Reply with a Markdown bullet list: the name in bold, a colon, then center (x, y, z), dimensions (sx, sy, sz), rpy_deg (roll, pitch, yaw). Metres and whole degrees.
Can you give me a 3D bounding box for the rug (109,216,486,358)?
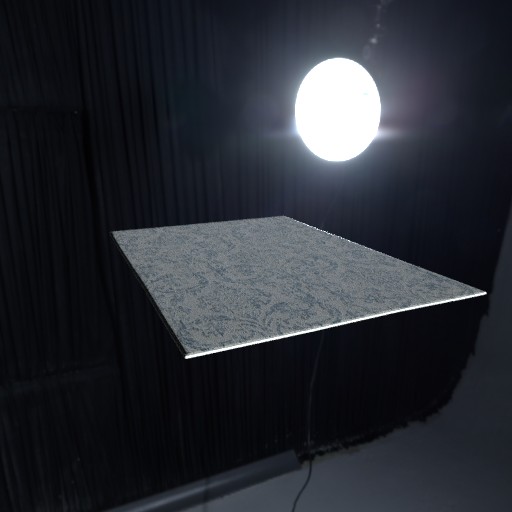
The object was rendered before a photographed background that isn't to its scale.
- **rug**: center (0.000, 0.000, 2.906), dimensions (1.586, 0.014, 2.197), rpy_deg (-7, 18, -24)
